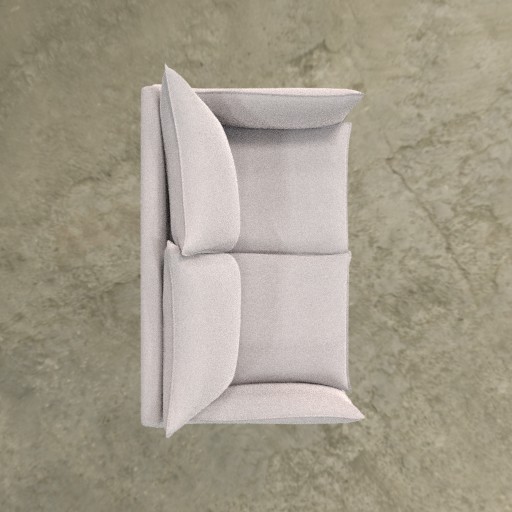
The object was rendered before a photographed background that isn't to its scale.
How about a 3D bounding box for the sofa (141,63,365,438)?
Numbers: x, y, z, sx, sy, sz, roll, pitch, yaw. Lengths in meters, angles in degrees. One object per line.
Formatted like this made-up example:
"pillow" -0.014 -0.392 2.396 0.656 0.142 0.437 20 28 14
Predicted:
"sofa" 0.000 0.000 1.824 0.820 0.840 1.300 0 90 0
